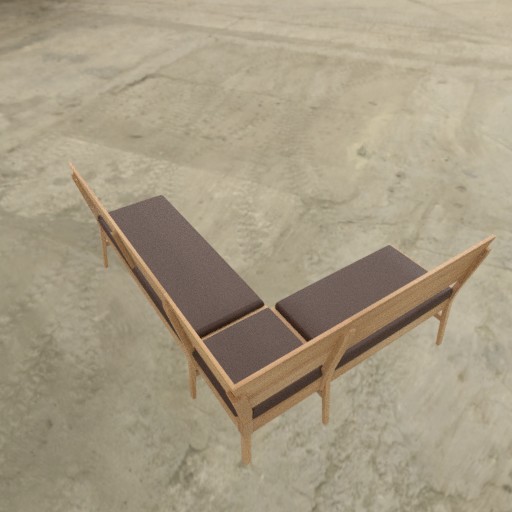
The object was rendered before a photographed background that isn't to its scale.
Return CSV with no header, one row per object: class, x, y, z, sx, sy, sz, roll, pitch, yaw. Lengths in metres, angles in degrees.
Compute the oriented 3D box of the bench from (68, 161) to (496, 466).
bench,0.000,0.000,2.763,1.549,0.890,1.975,-25,47,-26
